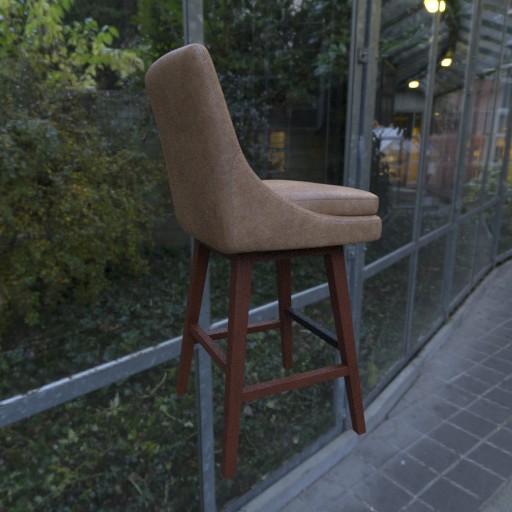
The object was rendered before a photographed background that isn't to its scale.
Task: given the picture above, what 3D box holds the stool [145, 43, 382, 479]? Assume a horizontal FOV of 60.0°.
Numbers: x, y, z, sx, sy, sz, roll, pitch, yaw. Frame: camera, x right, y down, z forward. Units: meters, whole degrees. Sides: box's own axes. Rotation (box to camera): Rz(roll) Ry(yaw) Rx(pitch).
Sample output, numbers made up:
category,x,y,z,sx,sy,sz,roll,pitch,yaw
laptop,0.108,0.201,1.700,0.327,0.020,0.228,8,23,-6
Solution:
category,x,y,z,sx,sy,sz,roll,pitch,yaw
stool,0.000,0.000,1.355,0.572,1.079,0.487,-6,15,-25
